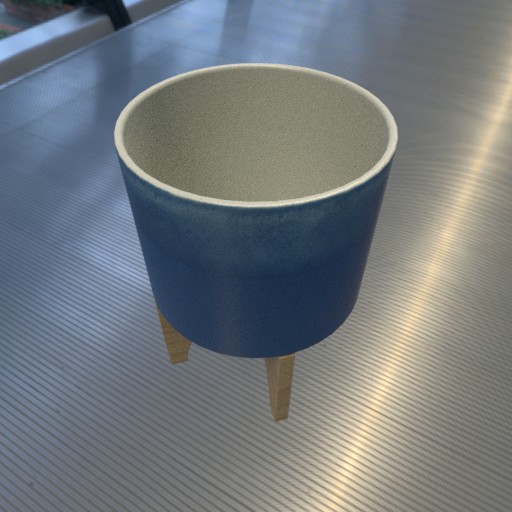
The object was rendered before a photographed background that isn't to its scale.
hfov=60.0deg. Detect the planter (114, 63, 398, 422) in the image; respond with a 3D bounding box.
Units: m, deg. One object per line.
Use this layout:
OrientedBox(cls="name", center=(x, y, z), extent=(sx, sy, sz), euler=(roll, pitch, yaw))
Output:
OrientedBox(cls="planter", center=(0.000, 0.000, 0.547), extent=(0.261, 0.367, 0.261), euler=(0, 45, 0))
